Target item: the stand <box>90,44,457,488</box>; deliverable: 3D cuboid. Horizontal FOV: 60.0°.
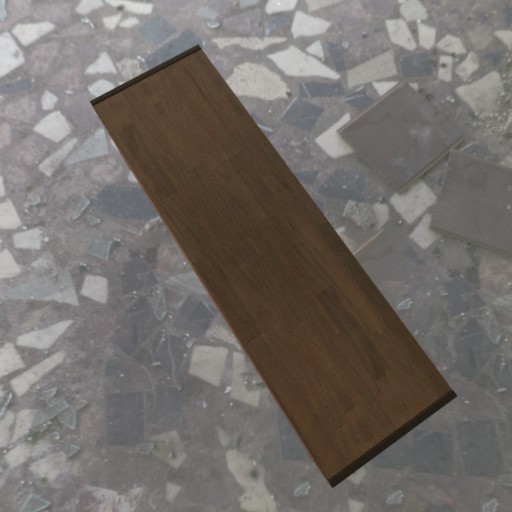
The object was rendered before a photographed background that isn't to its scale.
[{"bbox_3d":[0.000,0.000,1.677,0.454,0.506,1.480,-32,77,-9],"label":"stand"}]
